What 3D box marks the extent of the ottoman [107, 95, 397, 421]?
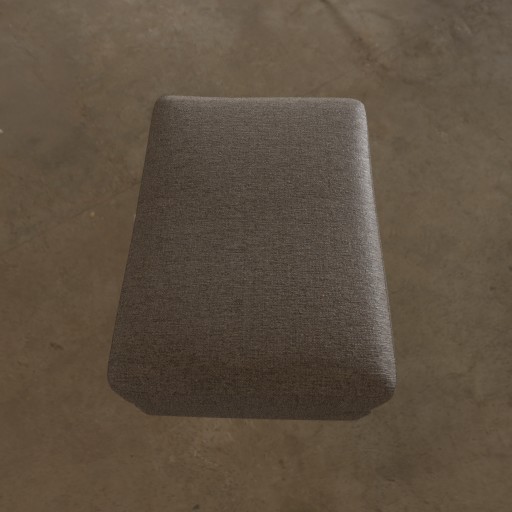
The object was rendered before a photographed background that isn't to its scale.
[{"bbox_3d":[0.000,0.000,1.283,0.637,0.478,0.885,1,63,1],"label":"ottoman"}]
